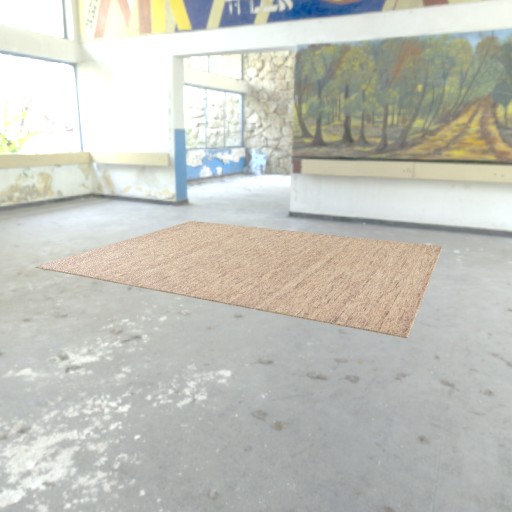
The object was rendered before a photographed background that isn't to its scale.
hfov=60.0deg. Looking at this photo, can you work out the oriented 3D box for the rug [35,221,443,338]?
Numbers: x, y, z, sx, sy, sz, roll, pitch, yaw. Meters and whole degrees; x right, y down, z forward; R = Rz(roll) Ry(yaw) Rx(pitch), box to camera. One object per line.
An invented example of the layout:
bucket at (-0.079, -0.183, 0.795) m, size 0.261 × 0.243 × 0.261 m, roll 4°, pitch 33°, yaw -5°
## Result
rug at (0.000, 0.000, 4.337) m, size 3.205 × 0.013 × 2.448 m, roll 8°, pitch 17°, yaw 26°
